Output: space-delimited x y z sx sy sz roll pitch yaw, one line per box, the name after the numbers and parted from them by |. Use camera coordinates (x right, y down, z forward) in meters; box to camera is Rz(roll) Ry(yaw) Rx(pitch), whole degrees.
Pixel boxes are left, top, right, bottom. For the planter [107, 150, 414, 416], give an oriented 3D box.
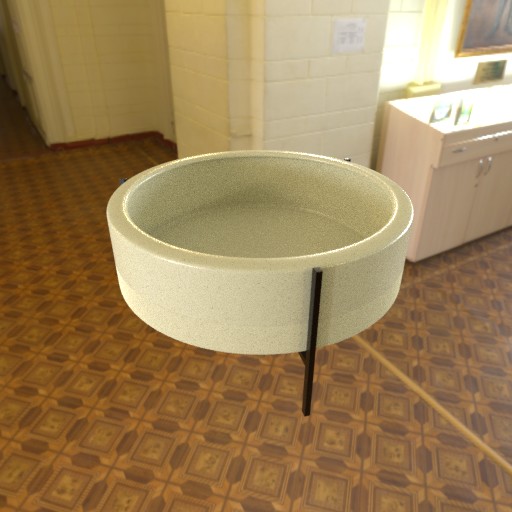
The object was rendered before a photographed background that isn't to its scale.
0.000 0.000 0.547 0.345 0.171 0.336 8 31 13 | planter
